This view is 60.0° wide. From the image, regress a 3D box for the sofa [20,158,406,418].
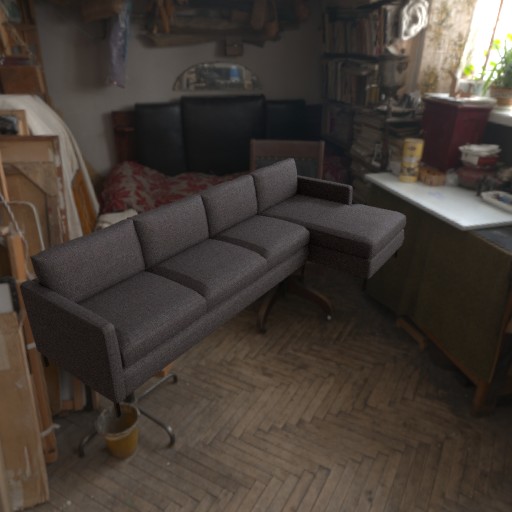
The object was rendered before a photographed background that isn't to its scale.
[{"bbox_3d":[0.000,0.000,3.687,1.483,0.892,3.221,18,32,32],"label":"sofa"}]
